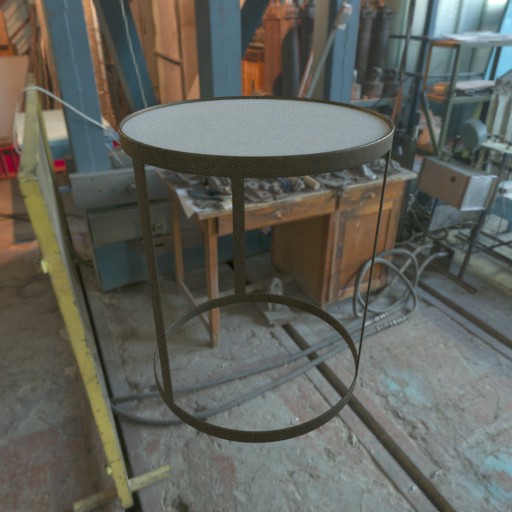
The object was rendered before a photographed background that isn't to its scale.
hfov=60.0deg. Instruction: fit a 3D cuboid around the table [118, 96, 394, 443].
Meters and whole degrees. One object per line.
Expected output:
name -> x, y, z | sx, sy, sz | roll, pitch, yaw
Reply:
table -> 0.000, 0.000, 0.933 | 0.480, 0.565, 0.480 | 0, 29, 0
